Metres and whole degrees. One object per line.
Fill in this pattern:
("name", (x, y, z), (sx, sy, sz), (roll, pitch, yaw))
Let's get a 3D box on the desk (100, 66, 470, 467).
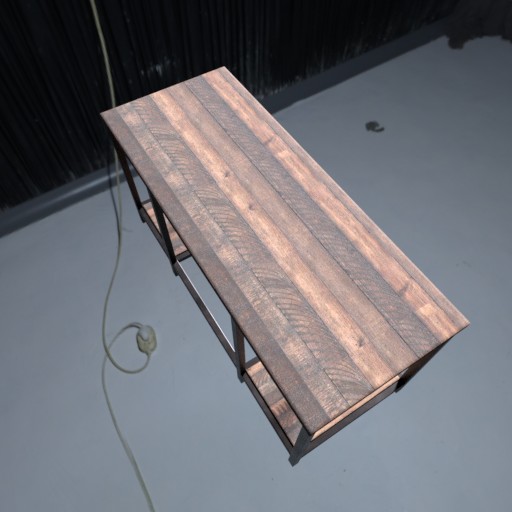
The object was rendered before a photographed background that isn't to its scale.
("desk", (0.000, 0.000, 1.964), (0.617, 0.753, 1.538), (-28, 62, -17))
